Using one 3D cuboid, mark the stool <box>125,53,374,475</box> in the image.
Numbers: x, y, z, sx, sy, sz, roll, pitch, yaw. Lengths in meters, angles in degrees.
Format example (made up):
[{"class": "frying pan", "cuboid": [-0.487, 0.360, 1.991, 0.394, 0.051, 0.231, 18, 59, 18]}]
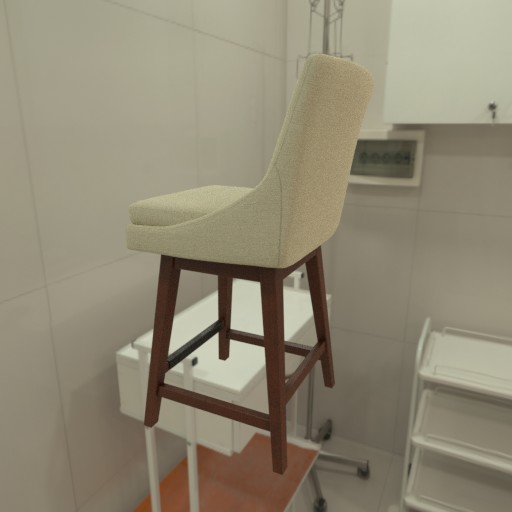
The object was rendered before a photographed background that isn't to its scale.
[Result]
[{"class": "stool", "cuboid": [0.000, 0.000, 1.272, 0.559, 0.991, 0.469, 8, 18, 25]}]
